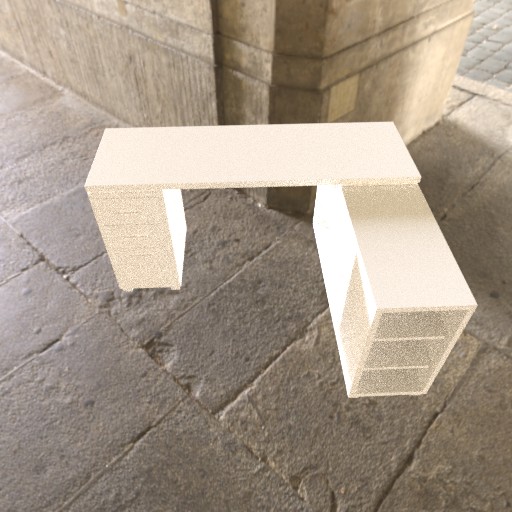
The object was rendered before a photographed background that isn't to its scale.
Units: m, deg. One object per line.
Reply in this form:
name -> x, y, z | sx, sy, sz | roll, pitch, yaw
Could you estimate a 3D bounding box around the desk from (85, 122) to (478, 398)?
desk -> 0.000, 0.000, 2.205 | 1.524, 0.759, 1.199 | -2, 46, -2
